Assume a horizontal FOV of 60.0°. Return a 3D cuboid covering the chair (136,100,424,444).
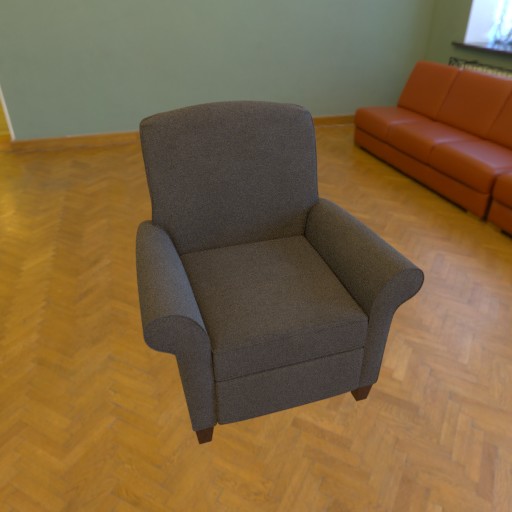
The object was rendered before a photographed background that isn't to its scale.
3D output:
[{"bbox_3d":[0.000,0.000,1.824,0.978,1.061,0.905,-9,33,-15],"label":"chair"}]
